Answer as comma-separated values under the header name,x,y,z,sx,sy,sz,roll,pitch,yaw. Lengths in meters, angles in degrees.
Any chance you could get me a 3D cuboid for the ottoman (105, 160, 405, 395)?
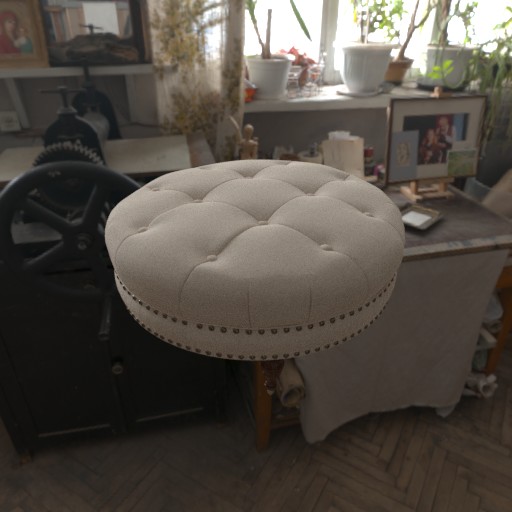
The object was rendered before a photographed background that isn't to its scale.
name,x,y,z,sx,sy,sz,roll,pitch,yaw
ottoman,0.000,0.000,1.502,0.940,0.483,0.940,0,30,0
